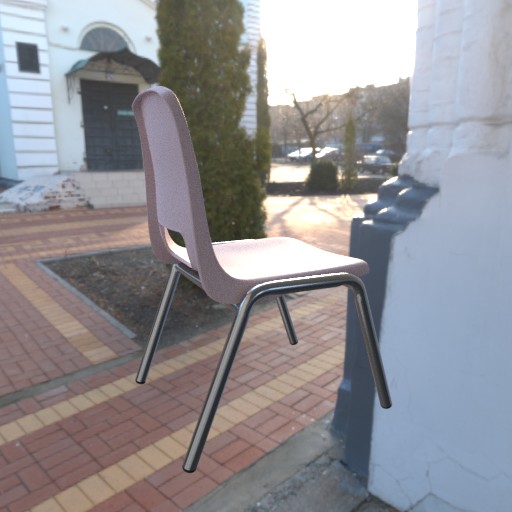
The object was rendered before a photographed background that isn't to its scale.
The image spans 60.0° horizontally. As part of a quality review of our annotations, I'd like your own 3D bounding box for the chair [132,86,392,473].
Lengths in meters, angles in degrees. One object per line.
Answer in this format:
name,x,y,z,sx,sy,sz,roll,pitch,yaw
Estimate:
chair,0.000,0.000,0.853,0.423,0.586,0.354,-7,15,-27
